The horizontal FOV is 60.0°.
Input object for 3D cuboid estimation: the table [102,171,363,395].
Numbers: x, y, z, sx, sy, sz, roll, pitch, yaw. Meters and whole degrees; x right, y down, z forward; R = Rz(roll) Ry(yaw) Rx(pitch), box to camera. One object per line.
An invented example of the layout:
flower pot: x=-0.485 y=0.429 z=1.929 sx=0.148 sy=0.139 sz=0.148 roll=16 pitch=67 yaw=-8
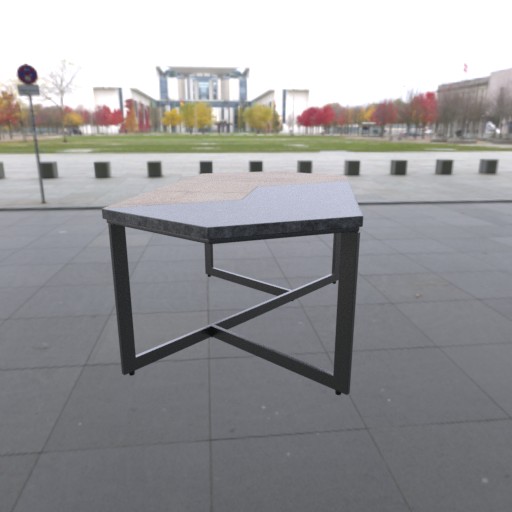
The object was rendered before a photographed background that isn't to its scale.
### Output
table: x=0.000 y=0.000 z=1.493 sx=0.609 sy=0.457 sz=1.219 roll=2 pitch=16 yaw=8
